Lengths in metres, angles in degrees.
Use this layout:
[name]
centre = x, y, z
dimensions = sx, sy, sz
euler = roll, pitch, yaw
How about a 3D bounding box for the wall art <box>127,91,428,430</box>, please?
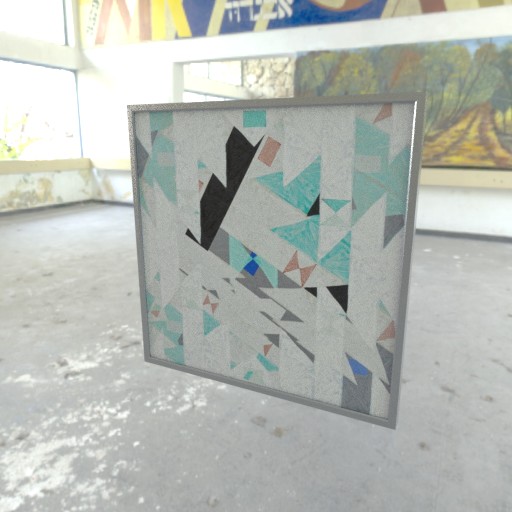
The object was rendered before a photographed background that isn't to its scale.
[wall art]
centre = 0.000, 0.000, 1.210
dimensions = 0.806, 0.806, 0.038
euler = 7, 16, 26
